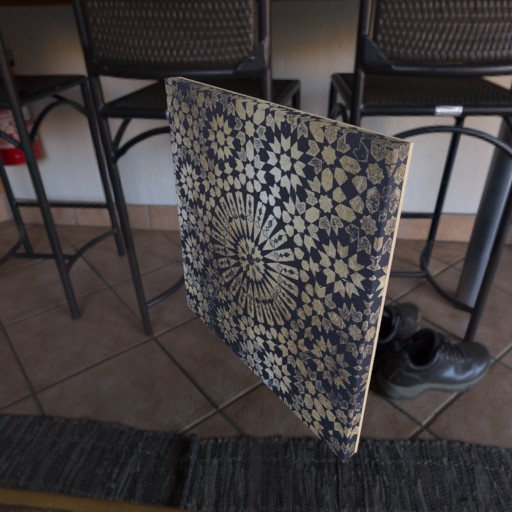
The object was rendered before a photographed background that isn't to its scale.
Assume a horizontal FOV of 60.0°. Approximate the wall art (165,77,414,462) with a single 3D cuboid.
[{"bbox_3d":[0.000,0.000,0.909,0.038,0.612,0.612,-21,37,-31],"label":"wall art"}]
